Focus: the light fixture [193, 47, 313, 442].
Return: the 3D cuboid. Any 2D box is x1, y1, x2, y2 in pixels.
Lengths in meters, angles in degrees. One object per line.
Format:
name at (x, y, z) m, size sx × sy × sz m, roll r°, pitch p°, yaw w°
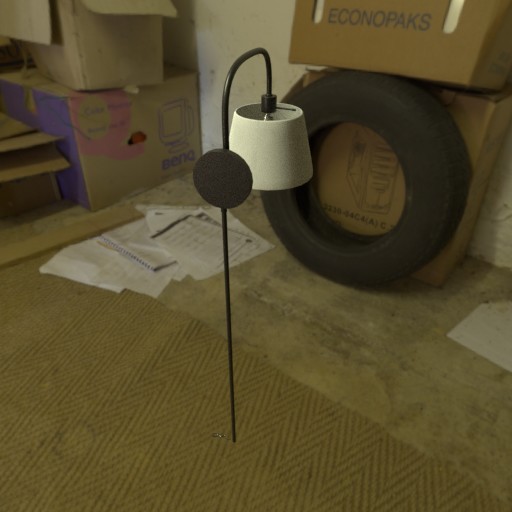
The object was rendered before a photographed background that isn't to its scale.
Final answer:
light fixture at (0.000, 0.000, 0.465) m, size 0.092 × 0.399 × 0.176 m, roll 10°, pitch 34°, yaw 14°
